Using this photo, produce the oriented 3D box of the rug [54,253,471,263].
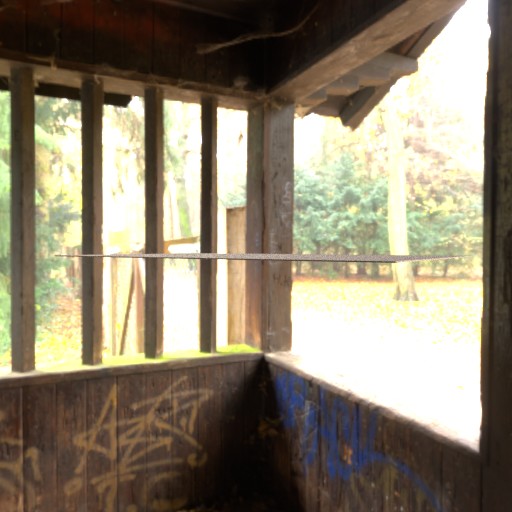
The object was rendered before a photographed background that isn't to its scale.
[{"bbox_3d":[0.000,0.000,3.037,2.438,0.008,1.523,1,1,36],"label":"rug"}]
